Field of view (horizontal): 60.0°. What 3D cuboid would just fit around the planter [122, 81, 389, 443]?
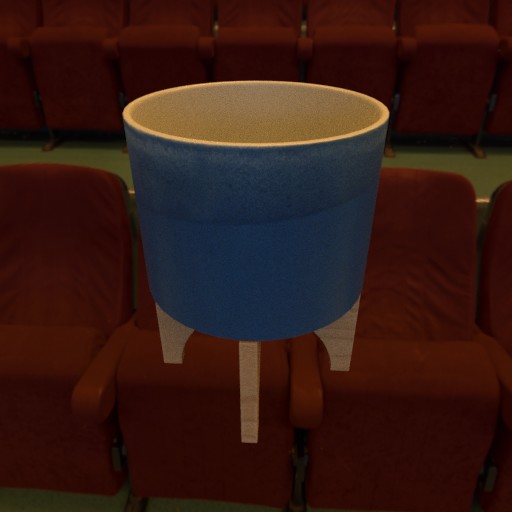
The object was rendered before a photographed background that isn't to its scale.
[{"bbox_3d":[0.000,0.000,0.398,0.192,0.263,0.192,0,32,0],"label":"planter"}]
